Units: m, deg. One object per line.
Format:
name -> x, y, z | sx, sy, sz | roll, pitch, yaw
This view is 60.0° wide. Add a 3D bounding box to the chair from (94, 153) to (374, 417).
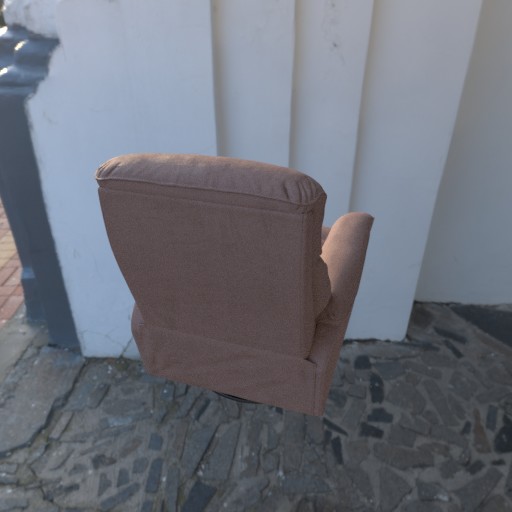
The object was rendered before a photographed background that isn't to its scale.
chair -> 0.000, 0.000, 1.711 | 0.820, 1.037, 1.004 | 9, 32, 15
